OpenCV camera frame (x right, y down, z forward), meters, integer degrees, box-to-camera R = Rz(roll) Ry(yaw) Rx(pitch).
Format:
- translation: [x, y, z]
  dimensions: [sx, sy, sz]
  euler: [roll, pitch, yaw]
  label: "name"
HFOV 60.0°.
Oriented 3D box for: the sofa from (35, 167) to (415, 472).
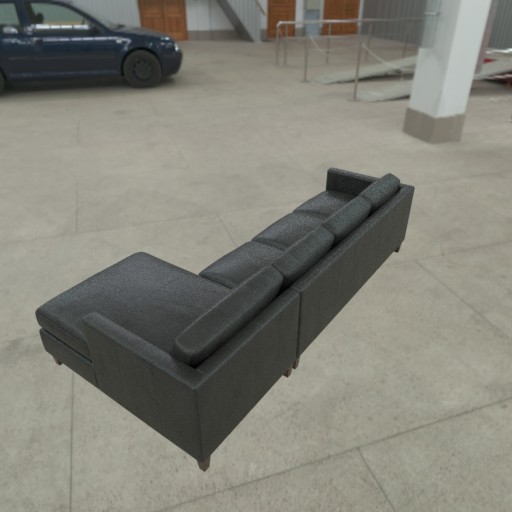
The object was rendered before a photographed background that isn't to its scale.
- translation: [0.000, 0.000, 3.829]
  dimensions: [1.581, 0.883, 3.203]
  euler: [21, 37, 30]
  label: "sofa"
